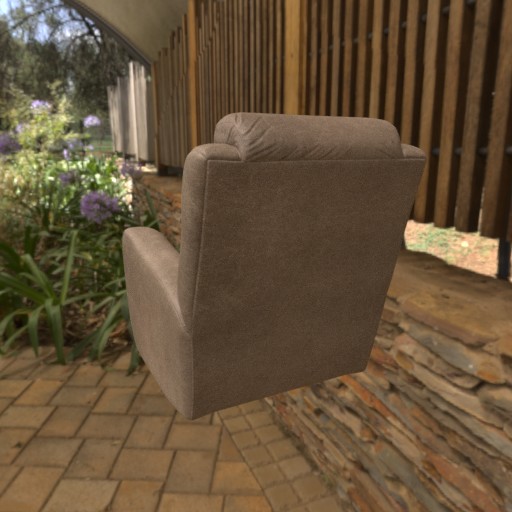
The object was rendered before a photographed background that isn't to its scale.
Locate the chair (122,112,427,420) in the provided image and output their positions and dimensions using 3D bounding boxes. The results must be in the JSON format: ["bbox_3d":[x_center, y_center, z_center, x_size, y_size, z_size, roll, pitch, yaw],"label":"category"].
[{"bbox_3d":[0.000,0.000,1.928,0.967,1.116,1.068,-7,15,-26],"label":"chair"}]
